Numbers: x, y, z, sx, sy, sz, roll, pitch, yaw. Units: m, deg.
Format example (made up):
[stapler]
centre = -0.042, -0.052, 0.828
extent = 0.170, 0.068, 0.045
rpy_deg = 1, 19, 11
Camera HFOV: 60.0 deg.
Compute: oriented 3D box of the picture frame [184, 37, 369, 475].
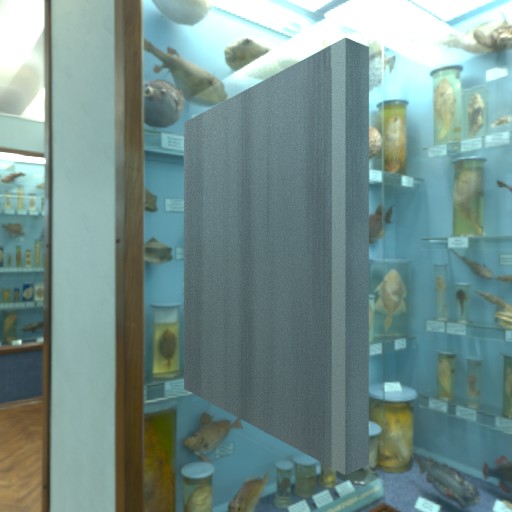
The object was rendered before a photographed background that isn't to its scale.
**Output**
[picture frame]
centre = 0.000, 0.000, 0.757
extent = 0.046, 0.555, 0.449
rpy_deg = 0, 0, -36
